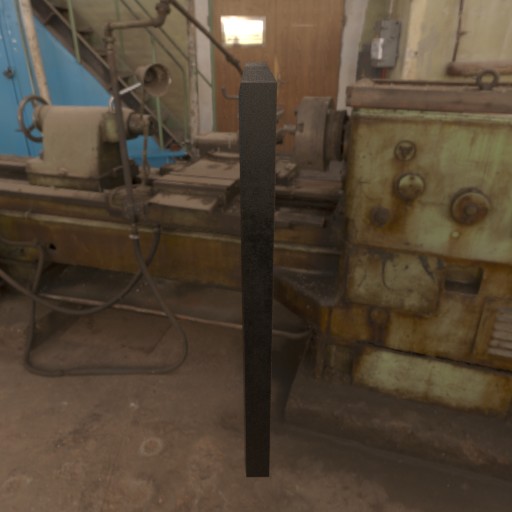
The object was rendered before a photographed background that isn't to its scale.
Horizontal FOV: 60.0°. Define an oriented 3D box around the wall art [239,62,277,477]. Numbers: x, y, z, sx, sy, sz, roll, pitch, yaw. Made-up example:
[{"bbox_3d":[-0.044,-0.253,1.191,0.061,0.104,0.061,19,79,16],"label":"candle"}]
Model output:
[{"bbox_3d":[0.000,0.000,0.588,0.031,0.457,0.313,0,26,0],"label":"wall art"}]
